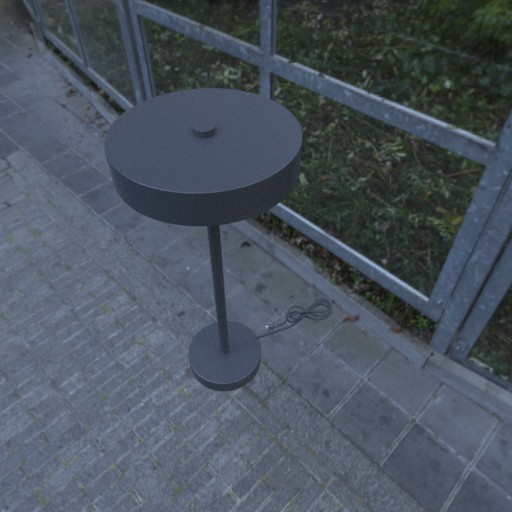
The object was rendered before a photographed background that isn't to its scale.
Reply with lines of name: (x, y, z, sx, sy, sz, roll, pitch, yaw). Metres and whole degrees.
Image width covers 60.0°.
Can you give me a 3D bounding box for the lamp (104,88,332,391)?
lamp: (0.000, 0.000, 0.719, 0.369, 0.508, 0.229, -24, 50, -21)
